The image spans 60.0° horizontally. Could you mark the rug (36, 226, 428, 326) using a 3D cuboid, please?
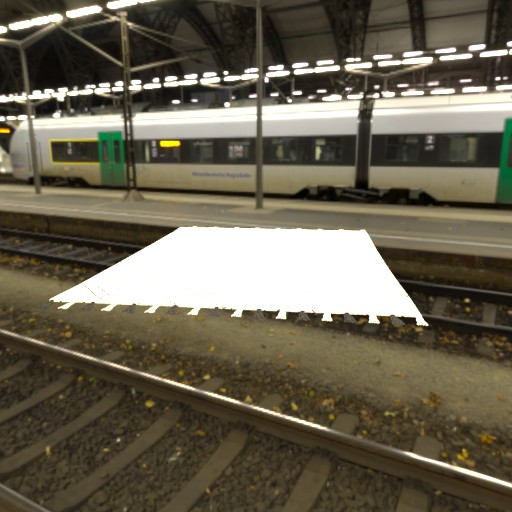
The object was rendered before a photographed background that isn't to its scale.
[{"bbox_3d":[0.000,0.000,4.152,2.342,0.026,3.221,2,13,7],"label":"rug"}]
